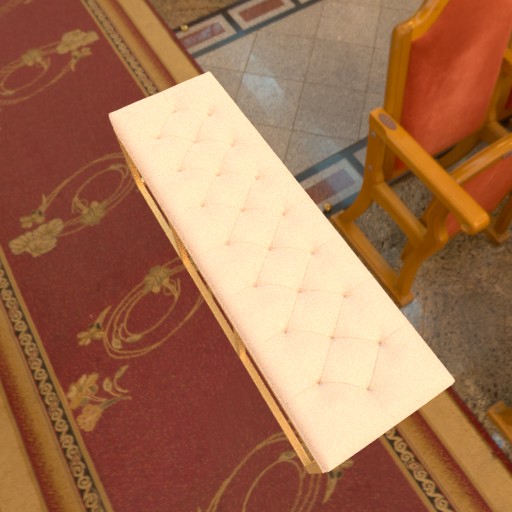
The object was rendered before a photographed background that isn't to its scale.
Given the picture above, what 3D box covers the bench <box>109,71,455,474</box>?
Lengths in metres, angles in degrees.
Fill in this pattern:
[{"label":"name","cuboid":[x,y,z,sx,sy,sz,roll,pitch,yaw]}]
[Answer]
[{"label":"bench","cuboid":[0.000,0.000,1.692,0.457,0.484,1.473,-29,67,-13]}]
